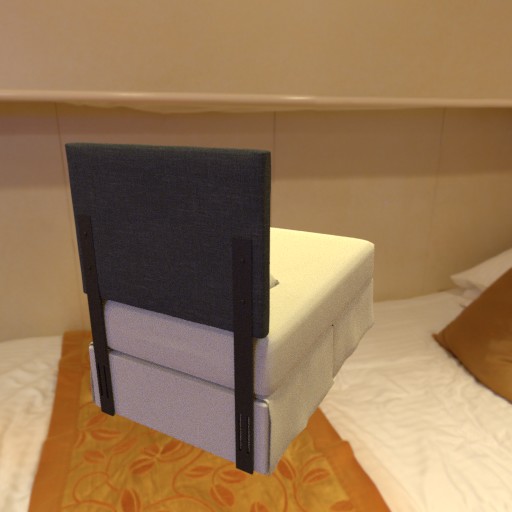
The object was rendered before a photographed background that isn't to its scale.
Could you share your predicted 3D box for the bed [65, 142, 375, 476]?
[{"bbox_3d":[0.000,0.000,3.018,1.261,1.571,1.997,9,20,27],"label":"bed"}]
